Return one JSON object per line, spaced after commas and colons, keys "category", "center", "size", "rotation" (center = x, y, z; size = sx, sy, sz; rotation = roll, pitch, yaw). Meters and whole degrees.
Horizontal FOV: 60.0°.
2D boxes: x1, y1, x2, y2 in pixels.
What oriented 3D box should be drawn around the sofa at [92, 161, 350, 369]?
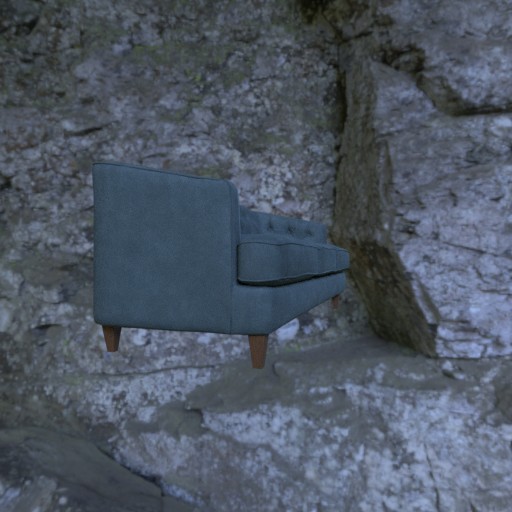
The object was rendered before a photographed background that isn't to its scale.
{"category": "sofa", "center": [0.000, 0.000, 2.781], "size": [0.941, 0.855, 2.278], "rotation": [0, 0, 18]}
